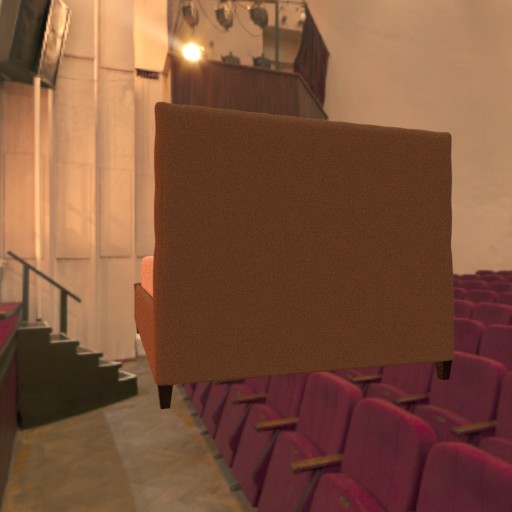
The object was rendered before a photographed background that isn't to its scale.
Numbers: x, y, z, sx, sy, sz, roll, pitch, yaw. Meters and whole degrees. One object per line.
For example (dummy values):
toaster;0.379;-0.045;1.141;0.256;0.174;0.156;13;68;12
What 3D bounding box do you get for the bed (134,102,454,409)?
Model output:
bed;0.000;0.000;3.335;1.696;1.426;2.233;0;0;-18
